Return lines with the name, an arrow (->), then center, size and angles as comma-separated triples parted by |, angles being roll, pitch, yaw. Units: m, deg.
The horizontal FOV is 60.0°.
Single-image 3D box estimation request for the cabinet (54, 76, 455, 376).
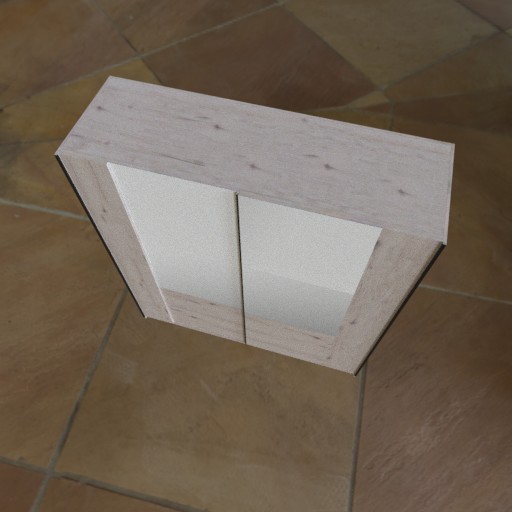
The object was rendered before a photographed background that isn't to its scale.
cabinet -> 0.000, 0.000, 3.262 | 2.000, 2.180, 0.660 | 14, 60, 8
